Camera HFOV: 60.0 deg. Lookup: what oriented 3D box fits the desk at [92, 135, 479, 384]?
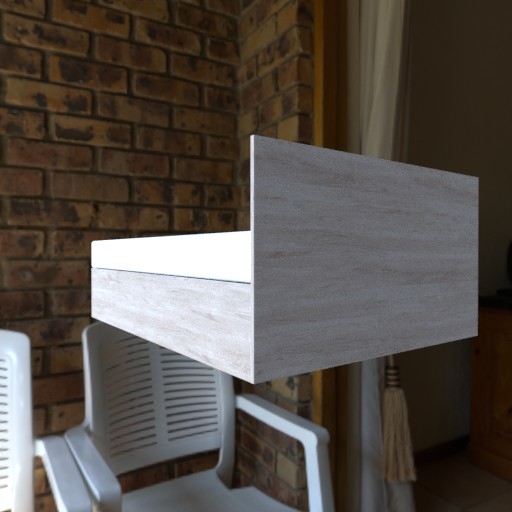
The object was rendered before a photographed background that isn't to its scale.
[{"bbox_3d":[0.000,0.000,2.600,1.400,0.800,1.900,0,1,-36],"label":"desk"}]
